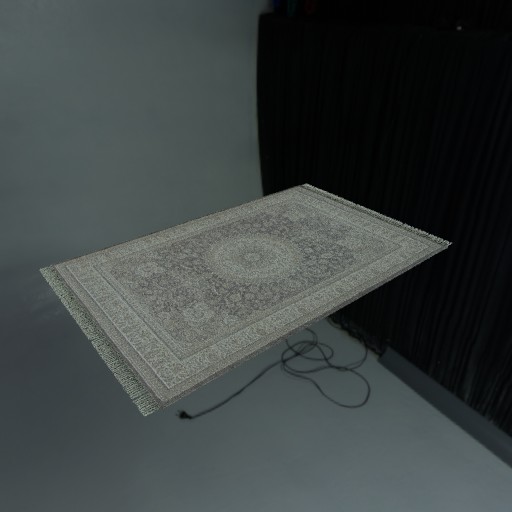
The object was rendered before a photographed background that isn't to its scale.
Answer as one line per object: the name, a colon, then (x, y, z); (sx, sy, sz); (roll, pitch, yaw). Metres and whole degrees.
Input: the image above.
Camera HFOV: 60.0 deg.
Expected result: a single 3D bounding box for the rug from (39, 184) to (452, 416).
rug: (0.000, 0.000, 3.055); (2.440, 0.010, 1.528); (-22, 37, -33)
